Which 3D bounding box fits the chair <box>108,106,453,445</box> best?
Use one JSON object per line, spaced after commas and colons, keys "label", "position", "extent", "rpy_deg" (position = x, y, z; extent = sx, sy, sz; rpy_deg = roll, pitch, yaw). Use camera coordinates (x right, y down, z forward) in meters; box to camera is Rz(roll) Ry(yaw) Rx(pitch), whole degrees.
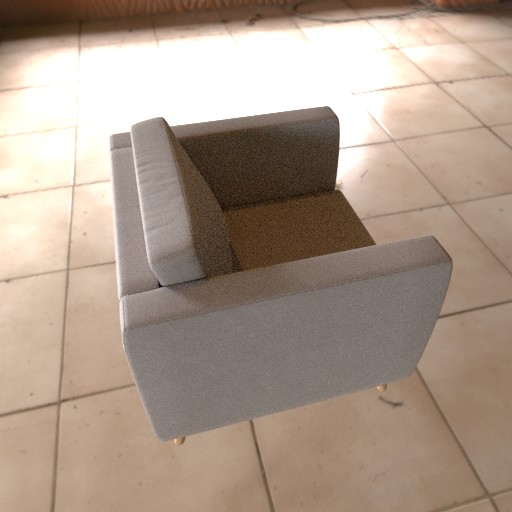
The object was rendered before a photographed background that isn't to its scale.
{"label": "chair", "position": [0.000, 0.000, 1.665], "extent": [0.930, 0.860, 1.000], "rpy_deg": [-11, 47, -10]}
